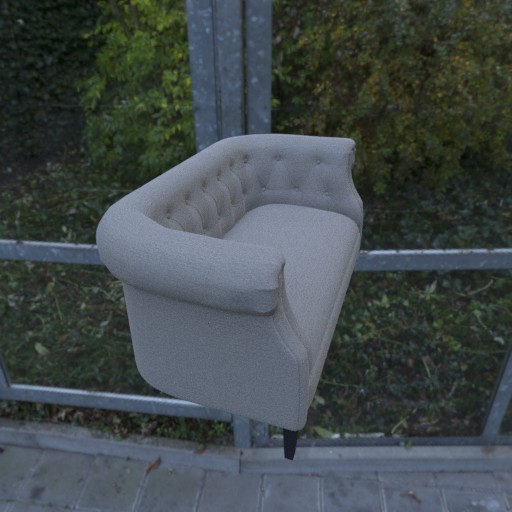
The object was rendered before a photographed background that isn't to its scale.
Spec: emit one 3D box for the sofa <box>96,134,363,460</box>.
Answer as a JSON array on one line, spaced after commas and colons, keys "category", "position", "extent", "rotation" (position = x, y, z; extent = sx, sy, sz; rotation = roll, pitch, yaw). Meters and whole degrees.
[{"category": "sofa", "position": [0.000, 0.000, 2.069], "extent": [0.835, 0.827, 1.558], "rotation": [10, 30, 17]}]
